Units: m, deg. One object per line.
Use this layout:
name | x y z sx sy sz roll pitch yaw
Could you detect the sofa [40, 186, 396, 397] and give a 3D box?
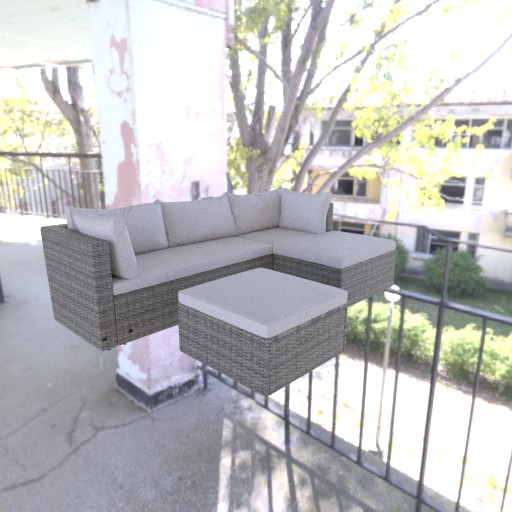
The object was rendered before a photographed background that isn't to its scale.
sofa | 0.000 0.000 3.039 1.662 0.766 2.192 14 20 42
